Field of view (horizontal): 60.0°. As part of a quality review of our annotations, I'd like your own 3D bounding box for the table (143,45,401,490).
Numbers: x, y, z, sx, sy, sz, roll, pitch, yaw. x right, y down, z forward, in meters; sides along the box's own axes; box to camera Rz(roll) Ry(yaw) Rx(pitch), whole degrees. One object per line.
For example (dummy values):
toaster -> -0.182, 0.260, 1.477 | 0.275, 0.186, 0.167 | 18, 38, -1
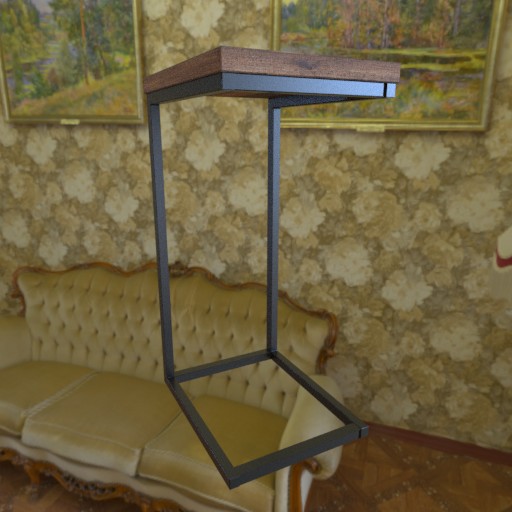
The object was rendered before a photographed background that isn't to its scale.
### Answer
table -> 0.000, 0.000, 0.926 | 0.323, 0.718, 0.414 | -8, 18, -26
